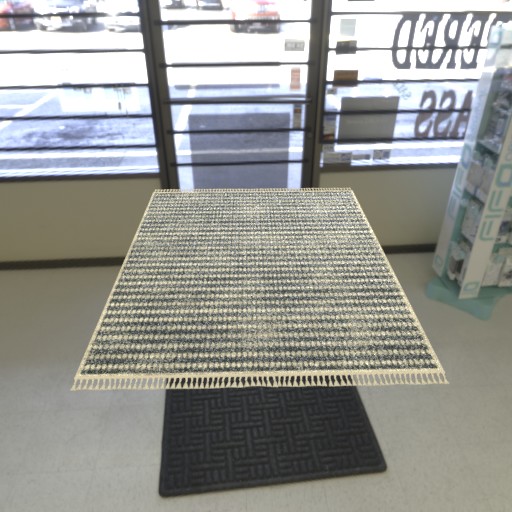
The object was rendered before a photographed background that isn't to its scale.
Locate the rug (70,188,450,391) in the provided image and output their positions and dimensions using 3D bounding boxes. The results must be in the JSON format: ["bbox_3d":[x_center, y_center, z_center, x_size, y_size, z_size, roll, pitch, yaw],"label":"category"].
[{"bbox_3d":[0.000,0.000,3.849,2.256,0.013,2.910,-1,32,-1],"label":"rug"}]
